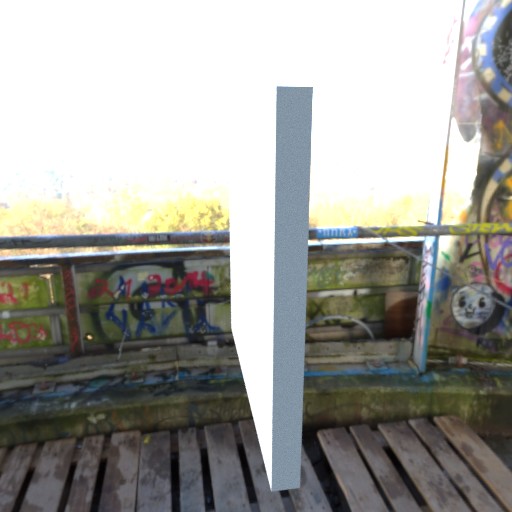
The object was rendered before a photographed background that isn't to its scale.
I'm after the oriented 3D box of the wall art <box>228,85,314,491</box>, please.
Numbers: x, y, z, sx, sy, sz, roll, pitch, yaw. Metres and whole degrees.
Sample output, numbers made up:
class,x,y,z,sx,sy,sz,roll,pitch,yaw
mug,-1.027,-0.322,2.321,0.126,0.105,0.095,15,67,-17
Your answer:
class,x,y,z,sx,sy,sz,roll,pitch,yaw
wall art,0.000,0.000,0.534,0.027,0.355,0.355,-3,16,-9
